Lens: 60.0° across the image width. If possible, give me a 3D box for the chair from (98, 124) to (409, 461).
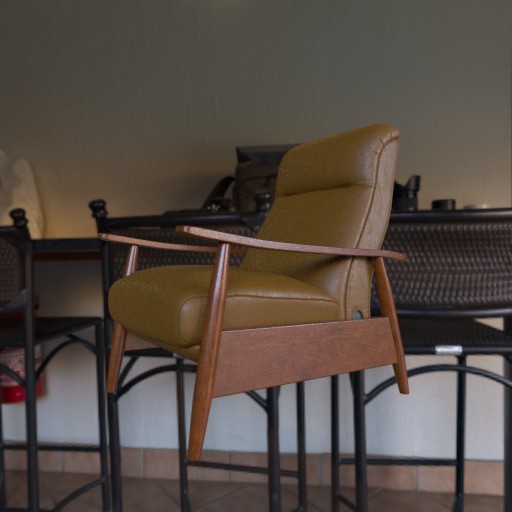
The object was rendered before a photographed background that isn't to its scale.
[{"bbox_3d":[0.000,0.000,1.751,1.014,1.082,0.762,-1,1,-36],"label":"chair"}]
